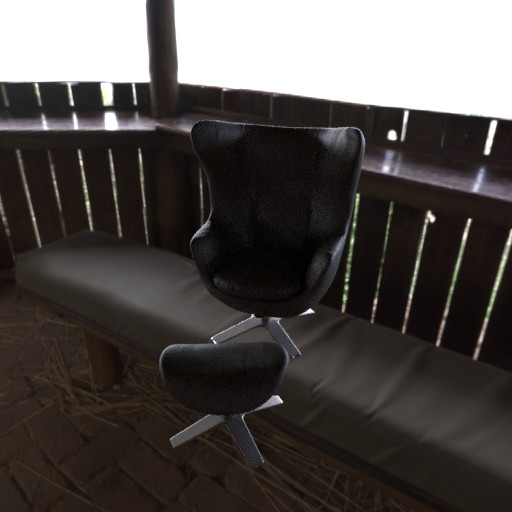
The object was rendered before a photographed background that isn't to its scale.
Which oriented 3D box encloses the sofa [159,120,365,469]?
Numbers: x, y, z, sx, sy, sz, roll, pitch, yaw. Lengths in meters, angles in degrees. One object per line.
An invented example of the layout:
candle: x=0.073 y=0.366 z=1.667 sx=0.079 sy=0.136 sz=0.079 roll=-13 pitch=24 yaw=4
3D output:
sofa: x=0.000 y=0.000 z=2.166 sx=0.894 sy=1.135 sz=1.444 roll=7 pitch=27 yaw=15
